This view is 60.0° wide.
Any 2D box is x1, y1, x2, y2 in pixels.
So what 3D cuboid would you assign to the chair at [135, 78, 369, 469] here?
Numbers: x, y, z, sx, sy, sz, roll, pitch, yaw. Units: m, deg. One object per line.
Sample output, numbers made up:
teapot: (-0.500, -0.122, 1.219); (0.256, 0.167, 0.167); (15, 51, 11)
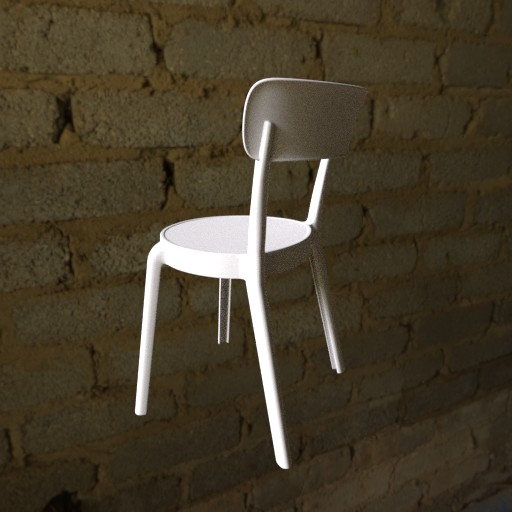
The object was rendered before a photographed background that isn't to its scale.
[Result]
chair: (0.000, 0.000, 1.118); (0.491, 0.790, 0.506); (8, 19, 25)
